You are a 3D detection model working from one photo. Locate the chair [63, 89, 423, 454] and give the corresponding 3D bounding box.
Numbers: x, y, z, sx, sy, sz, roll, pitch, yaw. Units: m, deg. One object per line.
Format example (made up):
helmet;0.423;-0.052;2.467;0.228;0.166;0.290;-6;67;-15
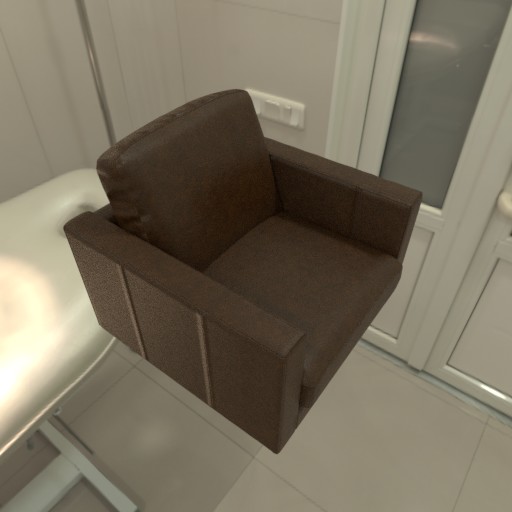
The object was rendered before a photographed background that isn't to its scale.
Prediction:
chair;0.000;0.000;1.635;0.909;0.956;0.890;27;49;26
